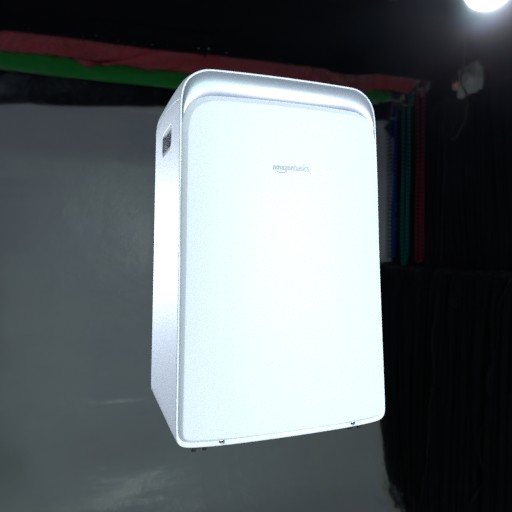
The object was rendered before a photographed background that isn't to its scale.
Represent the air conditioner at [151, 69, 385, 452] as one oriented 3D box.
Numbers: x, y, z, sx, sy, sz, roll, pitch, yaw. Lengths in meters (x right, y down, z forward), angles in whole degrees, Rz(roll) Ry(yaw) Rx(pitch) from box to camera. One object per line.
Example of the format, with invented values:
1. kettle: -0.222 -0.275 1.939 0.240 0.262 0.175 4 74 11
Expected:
1. air conditioner: 0.000 0.000 1.075 0.478 0.765 0.467 0 1 -19
